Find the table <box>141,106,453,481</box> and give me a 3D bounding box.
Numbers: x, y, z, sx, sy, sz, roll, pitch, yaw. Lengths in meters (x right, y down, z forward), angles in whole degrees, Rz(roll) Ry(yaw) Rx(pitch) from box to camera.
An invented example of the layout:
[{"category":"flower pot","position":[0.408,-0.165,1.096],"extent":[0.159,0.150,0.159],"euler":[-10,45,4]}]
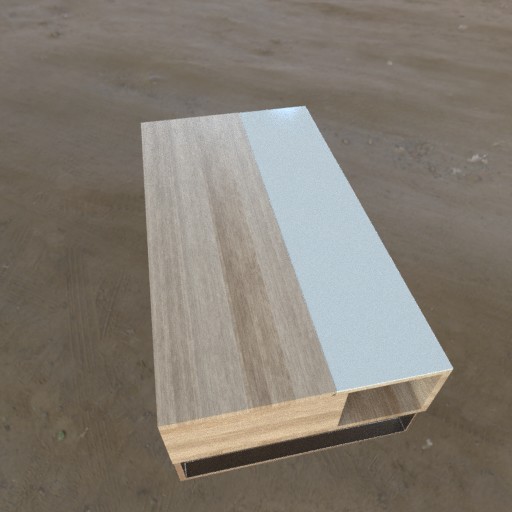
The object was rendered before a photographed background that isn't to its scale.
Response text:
[{"category":"table","position":[0.000,0.000,1.361],"extent":[0.600,0.350,1.100],"euler":[-9,48,-8]}]
